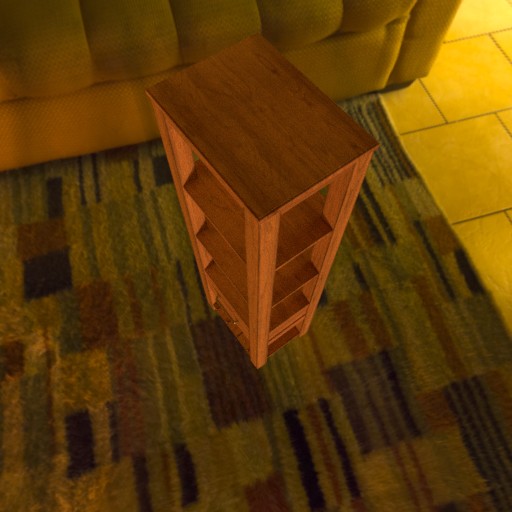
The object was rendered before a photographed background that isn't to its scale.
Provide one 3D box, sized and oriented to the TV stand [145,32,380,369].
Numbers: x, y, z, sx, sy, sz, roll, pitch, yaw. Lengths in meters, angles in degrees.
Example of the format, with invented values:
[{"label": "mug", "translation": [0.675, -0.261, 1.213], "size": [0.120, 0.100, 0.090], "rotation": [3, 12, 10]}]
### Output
[{"label": "TV stand", "translation": [0.000, 0.000, 2.086], "size": [0.435, 1.828, 0.565], "rotation": [-34, 69, -15]}]
